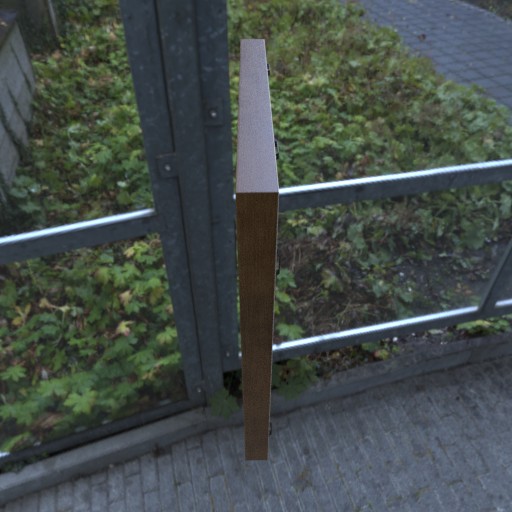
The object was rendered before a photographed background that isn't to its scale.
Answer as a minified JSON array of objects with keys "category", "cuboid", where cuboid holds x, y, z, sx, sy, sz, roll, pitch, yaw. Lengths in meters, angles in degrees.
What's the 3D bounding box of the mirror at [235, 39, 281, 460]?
[{"category":"mirror","cuboid":[0.000,0.000,0.682,0.041,0.508,0.405,-1,42,-1]}]
